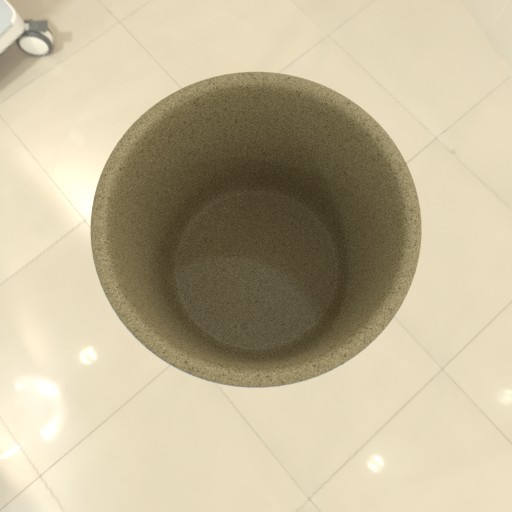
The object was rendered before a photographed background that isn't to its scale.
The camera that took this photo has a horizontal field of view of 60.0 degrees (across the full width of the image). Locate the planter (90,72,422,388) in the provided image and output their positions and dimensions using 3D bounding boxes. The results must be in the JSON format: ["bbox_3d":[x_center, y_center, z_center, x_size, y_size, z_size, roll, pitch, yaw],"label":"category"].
[{"bbox_3d":[0.000,0.000,0.417,0.227,0.235,0.227,0,76,0],"label":"planter"}]
